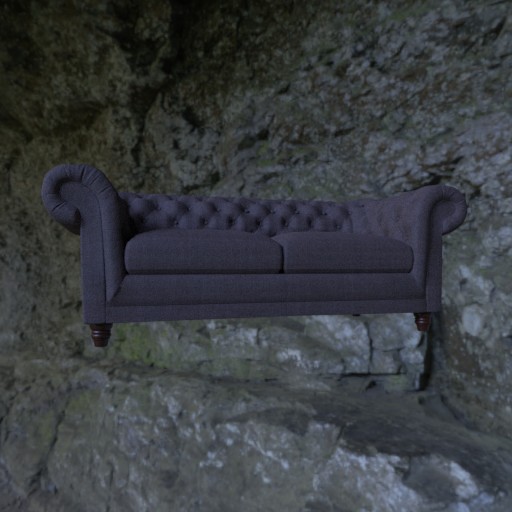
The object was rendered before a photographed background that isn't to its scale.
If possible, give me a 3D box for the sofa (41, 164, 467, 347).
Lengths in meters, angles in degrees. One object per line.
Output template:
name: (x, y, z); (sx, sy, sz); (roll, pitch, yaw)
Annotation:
sofa: (0.000, 0.000, 2.461); (2.048, 0.780, 0.944); (0, -1, -16)
